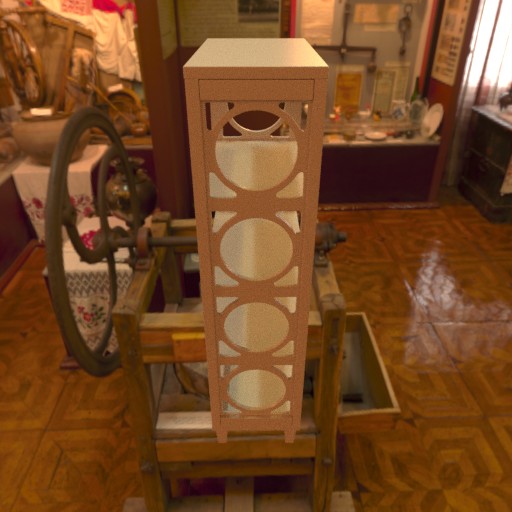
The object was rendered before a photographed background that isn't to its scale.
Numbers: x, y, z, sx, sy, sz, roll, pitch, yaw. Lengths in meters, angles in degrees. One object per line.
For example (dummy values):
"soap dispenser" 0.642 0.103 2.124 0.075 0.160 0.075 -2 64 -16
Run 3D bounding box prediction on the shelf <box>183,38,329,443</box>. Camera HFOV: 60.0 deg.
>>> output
"shelf" 0.000 0.000 1.659 0.340 1.411 0.611 0 32 0
